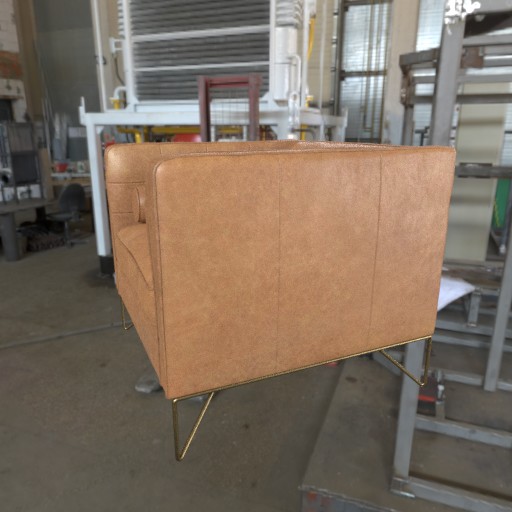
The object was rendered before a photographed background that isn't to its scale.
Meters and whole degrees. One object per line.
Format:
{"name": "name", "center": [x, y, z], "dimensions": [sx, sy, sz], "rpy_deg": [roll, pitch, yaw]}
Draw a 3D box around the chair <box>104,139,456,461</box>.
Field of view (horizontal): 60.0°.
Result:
{"name": "chair", "center": [0.000, 0.000, 1.611], "dimensions": [0.912, 0.797, 0.920], "rpy_deg": [-7, 18, -24]}
